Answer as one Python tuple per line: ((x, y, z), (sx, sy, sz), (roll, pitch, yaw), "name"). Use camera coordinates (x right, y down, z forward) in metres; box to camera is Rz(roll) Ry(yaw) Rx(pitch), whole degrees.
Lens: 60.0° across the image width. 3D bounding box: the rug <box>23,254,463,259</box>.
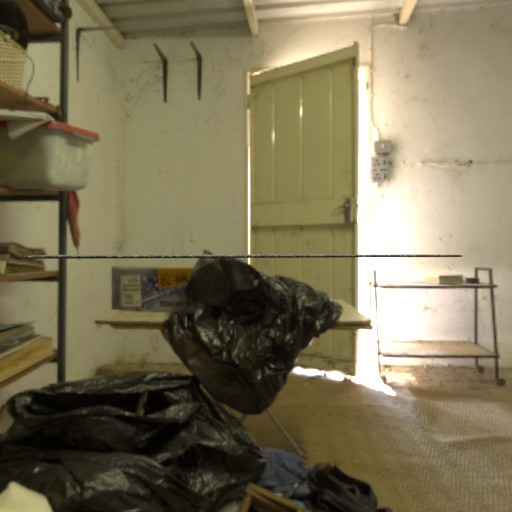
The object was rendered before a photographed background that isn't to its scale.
((0.000, 0.000, 2.558), (2.306, 0.013, 0.719), (0, 1, -17), "rug")
